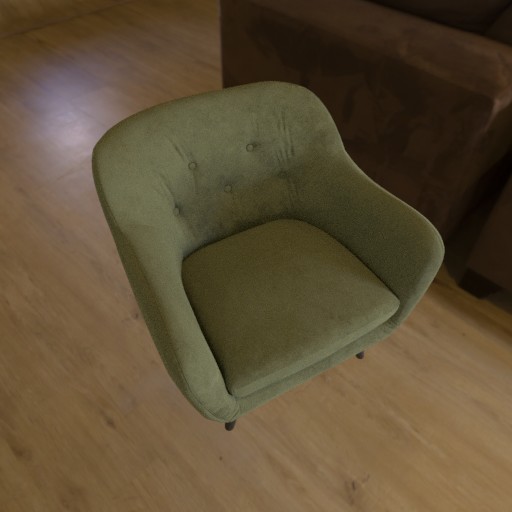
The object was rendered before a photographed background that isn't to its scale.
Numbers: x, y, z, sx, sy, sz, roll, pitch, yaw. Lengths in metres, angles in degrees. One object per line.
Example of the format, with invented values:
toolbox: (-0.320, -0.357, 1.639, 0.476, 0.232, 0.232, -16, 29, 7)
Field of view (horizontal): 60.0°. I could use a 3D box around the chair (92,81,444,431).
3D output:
chair: (0.000, 0.000, 1.467, 0.840, 0.804, 0.819, -22, 51, -19)
